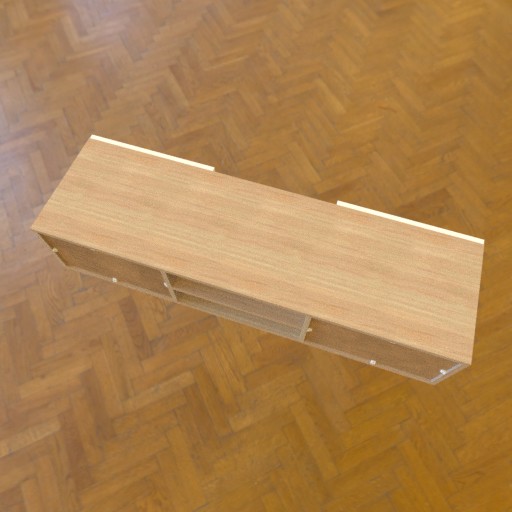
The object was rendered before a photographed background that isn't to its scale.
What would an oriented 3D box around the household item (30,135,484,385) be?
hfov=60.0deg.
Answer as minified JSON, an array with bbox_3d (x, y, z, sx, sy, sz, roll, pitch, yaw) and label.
[{"bbox_3d":[0.000,0.000,1.561,1.400,0.310,0.420,16,64,8],"label":"household item"}]
